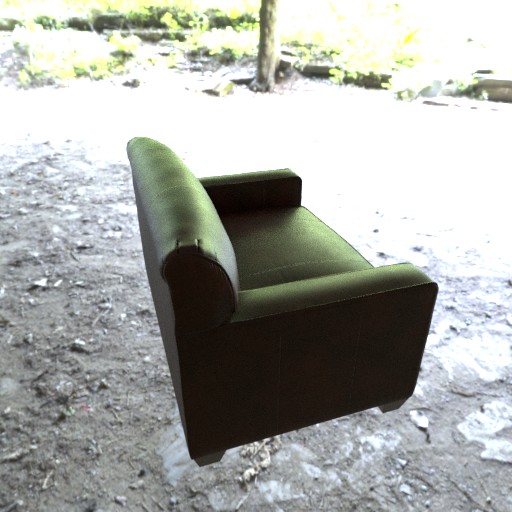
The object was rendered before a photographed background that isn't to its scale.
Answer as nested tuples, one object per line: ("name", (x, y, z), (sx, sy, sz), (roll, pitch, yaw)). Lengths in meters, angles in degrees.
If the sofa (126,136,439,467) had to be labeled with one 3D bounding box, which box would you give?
("sofa", (0.000, 0.000, 2.087), (1.000, 0.956, 1.413), (-9, 30, -16))
